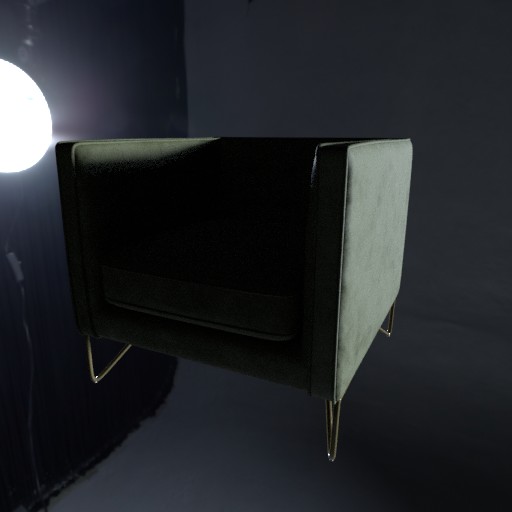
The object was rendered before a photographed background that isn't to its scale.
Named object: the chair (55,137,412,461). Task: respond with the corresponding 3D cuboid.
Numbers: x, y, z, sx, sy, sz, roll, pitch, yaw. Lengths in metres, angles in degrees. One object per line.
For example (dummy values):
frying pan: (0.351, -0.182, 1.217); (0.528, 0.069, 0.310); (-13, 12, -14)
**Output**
chair: (0.000, 0.000, 1.537); (0.880, 0.790, 0.894); (8, 17, 26)
